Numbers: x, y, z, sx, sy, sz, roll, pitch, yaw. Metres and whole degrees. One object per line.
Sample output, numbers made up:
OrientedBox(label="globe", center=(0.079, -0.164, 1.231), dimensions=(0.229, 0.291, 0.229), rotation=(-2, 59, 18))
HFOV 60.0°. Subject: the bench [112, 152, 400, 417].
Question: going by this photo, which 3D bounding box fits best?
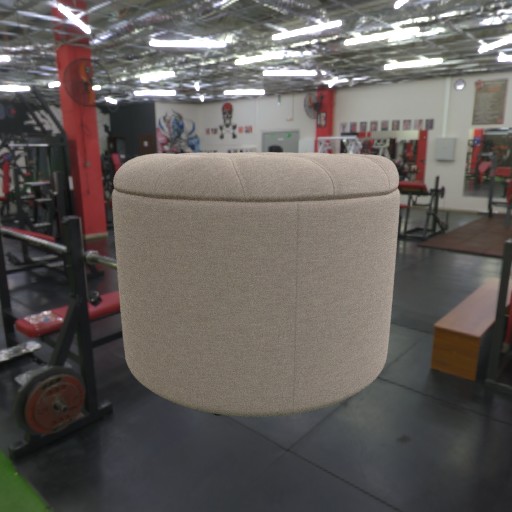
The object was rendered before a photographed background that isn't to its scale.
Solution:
OrientedBox(label="bench", center=(0.000, 0.000, 1.000), dimensions=(0.600, 0.454, 0.600), rotation=(0, 14, 0))
